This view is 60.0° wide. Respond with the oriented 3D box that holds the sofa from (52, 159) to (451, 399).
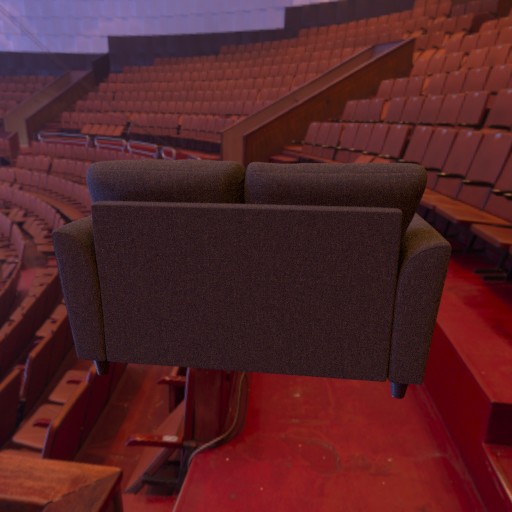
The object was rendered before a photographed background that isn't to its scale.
[{"bbox_3d":[0.000,0.000,1.997,1.423,0.885,0.851,2,17,8],"label":"sofa"}]
